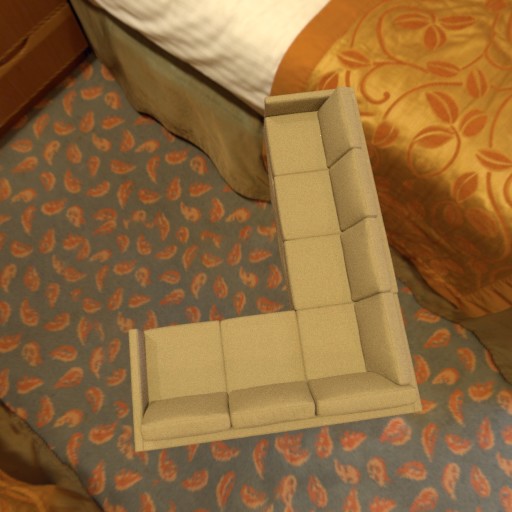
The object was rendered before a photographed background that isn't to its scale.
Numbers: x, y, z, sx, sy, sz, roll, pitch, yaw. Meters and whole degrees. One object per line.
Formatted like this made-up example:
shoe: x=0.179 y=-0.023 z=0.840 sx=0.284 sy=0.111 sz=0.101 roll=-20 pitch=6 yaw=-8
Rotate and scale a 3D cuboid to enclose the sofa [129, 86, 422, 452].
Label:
sofa: x=0.000 y=0.000 z=4.309 sx=2.432 sy=0.871 sz=3.182 roll=-7 pitch=75 yaw=-2
